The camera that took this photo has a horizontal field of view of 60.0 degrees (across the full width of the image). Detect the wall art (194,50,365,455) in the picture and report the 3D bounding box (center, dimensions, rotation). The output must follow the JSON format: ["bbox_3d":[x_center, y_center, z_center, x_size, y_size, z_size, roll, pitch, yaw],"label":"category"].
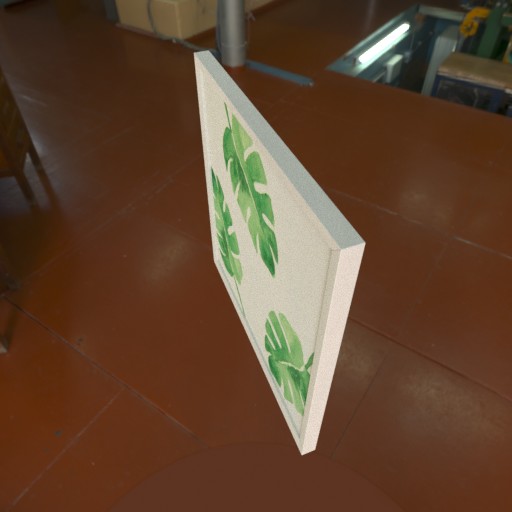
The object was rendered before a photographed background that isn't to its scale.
[{"bbox_3d":[0.000,0.000,1.149,0.040,0.762,0.762,-16,48,-15],"label":"wall art"}]
